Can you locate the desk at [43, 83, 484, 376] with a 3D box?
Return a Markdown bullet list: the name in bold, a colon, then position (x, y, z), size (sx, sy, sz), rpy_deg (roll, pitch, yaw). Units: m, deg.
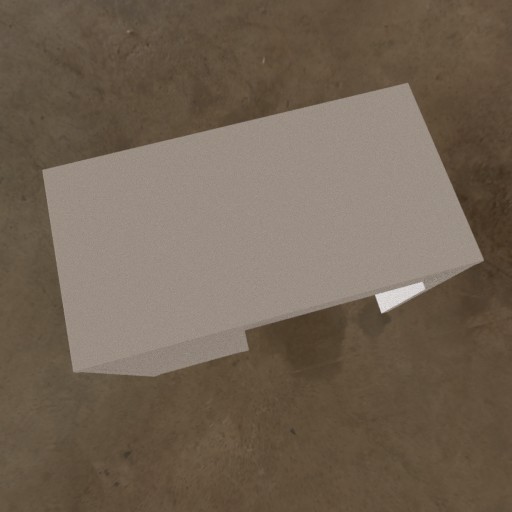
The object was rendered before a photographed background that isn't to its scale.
- **desk**: position (0.000, 0.000, 1.346), size (0.898, 0.730, 0.482), rpy_deg (-15, 75, -4)
